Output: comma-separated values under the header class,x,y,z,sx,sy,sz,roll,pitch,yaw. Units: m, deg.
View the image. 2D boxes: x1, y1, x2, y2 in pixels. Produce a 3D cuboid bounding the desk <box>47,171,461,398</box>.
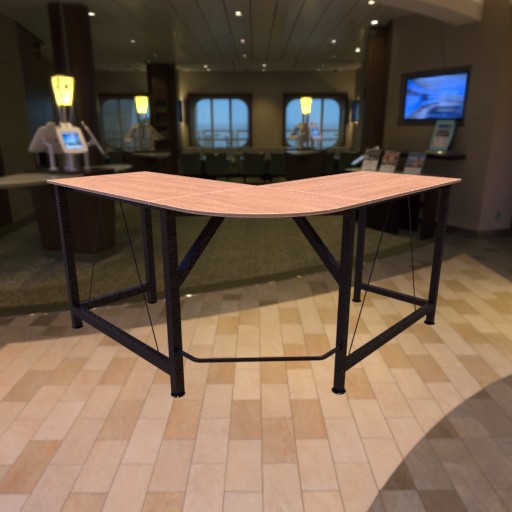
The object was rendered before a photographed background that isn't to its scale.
class,x,y,z,sx,sy,sz,roll,pitch,yaw
desk,0.000,0.000,2.224,1.400,0.762,1.400,15,23,41
